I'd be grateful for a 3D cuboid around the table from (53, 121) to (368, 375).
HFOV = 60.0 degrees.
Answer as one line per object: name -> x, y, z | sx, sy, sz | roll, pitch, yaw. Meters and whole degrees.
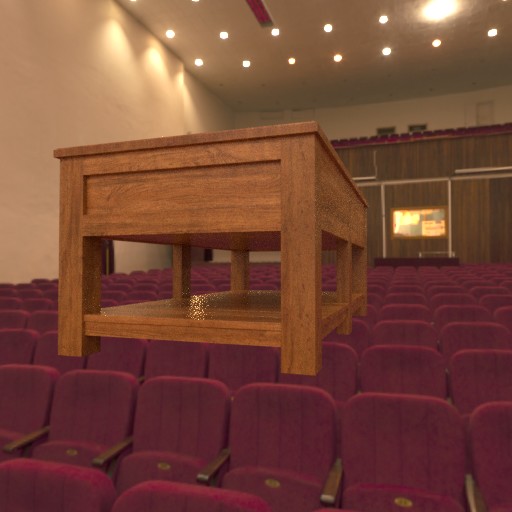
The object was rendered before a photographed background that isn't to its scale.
table -> 0.000, 0.000, 1.471 | 0.635, 0.480, 1.150 | 0, -1, 19
